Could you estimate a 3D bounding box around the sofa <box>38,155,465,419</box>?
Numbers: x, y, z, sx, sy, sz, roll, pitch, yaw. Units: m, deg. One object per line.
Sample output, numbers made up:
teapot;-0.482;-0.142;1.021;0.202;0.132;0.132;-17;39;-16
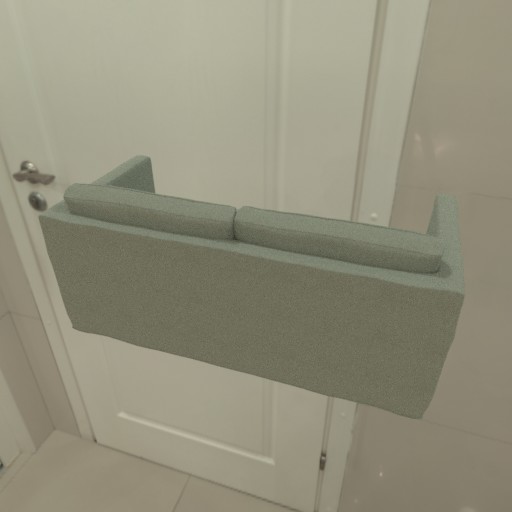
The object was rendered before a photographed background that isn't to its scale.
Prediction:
sofa;0.000;0.000;2.419;1.987;0.870;0.940;10;34;16
